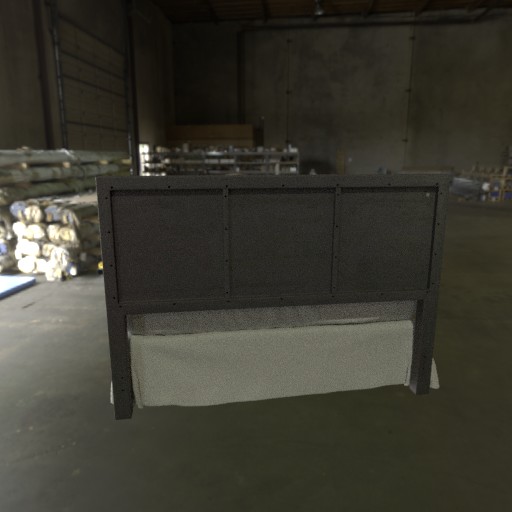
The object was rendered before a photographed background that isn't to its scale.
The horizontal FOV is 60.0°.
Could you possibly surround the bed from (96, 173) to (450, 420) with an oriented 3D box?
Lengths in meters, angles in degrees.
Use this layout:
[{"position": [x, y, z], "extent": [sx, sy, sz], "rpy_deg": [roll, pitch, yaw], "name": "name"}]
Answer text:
[{"position": [0.000, 0.000, 2.957], "extent": [1.772, 1.142, 1.785], "rpy_deg": [-2, 13, -8], "name": "bed"}]
